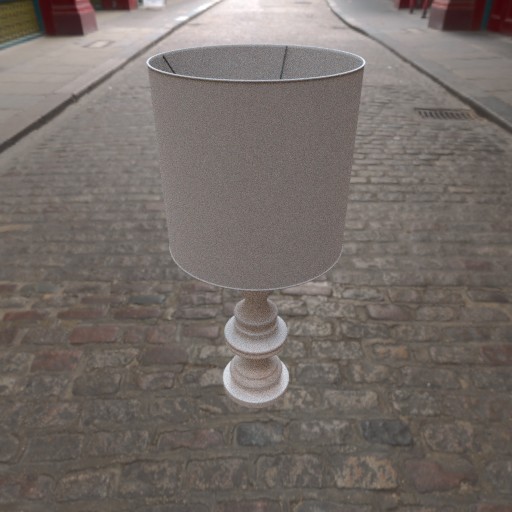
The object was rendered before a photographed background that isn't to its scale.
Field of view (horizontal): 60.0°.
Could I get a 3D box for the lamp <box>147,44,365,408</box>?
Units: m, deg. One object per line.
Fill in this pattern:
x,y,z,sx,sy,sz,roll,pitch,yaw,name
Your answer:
0.000,0.000,0.553,0.208,0.455,0.208,0,33,0,lamp
